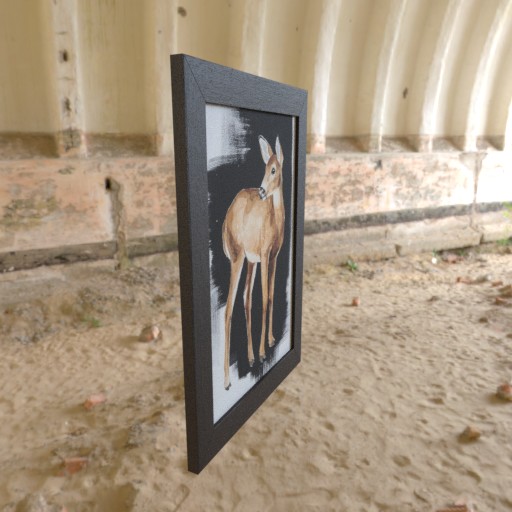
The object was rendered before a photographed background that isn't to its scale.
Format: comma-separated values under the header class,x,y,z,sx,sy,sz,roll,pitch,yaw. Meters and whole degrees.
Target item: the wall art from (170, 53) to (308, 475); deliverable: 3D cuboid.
class,x,y,z,sx,sy,sz,roll,pitch,yaw
wall art,0.000,0.000,0.679,0.017,0.513,0.359,7,16,27
